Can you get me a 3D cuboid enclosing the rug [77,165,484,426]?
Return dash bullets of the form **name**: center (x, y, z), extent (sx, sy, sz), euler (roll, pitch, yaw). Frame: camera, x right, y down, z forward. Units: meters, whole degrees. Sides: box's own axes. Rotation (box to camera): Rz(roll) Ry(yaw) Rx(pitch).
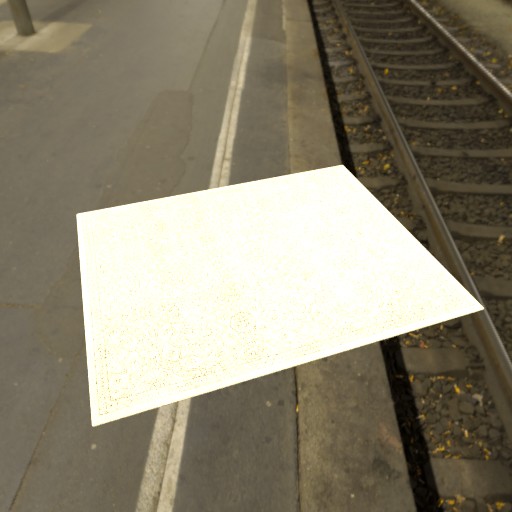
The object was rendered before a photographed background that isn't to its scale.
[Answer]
- **rug**: center (0.000, 0.000, 4.061), extent (3.050, 0.015, 2.441), euler (-13, 43, -14)
